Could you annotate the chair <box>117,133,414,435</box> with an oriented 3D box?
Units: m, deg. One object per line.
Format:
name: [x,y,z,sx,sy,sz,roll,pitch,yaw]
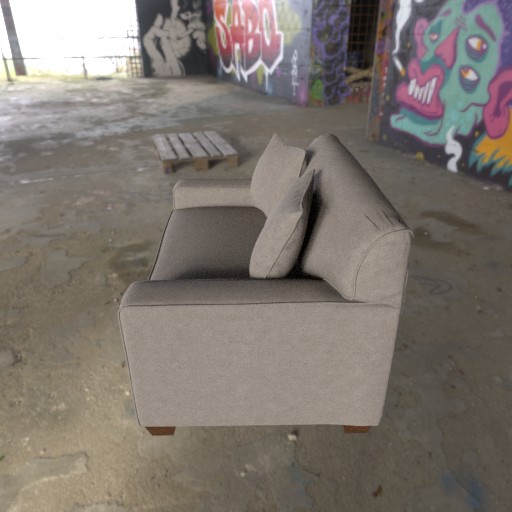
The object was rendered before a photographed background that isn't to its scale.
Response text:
chair: [0.000,0.000,2.131,0.992,0.953,1.395,0,27,-1]
